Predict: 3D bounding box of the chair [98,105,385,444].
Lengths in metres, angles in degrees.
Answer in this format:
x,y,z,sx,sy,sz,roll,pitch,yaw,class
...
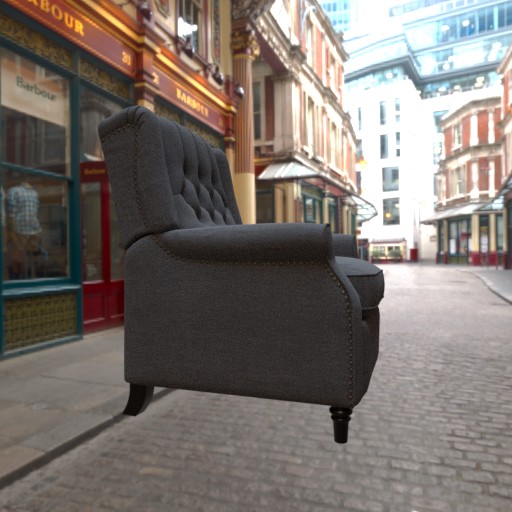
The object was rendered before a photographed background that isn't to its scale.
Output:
x,y,z,sx,sy,sz,roll,pitch,yaw,class
0.000,0.000,1.631,0.898,1.035,0.742,0,0,19,chair
